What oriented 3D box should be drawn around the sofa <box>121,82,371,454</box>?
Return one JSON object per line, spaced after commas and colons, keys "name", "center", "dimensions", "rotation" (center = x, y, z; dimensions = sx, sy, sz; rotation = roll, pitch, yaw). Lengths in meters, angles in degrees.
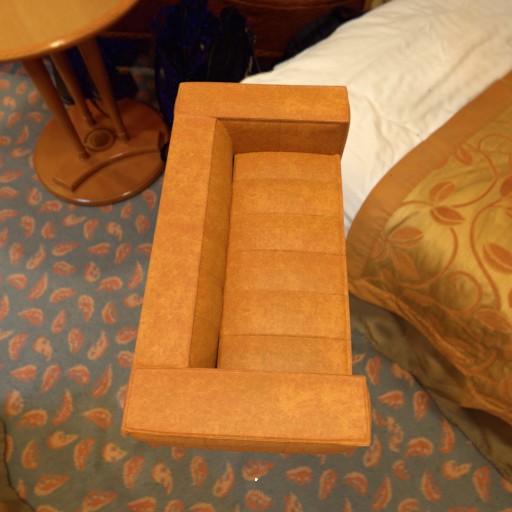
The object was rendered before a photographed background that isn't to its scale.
{"name": "sofa", "center": [0.000, 0.000, 2.581], "dimensions": [1.102, 0.703, 2.088], "rotation": [2, 63, 1]}
